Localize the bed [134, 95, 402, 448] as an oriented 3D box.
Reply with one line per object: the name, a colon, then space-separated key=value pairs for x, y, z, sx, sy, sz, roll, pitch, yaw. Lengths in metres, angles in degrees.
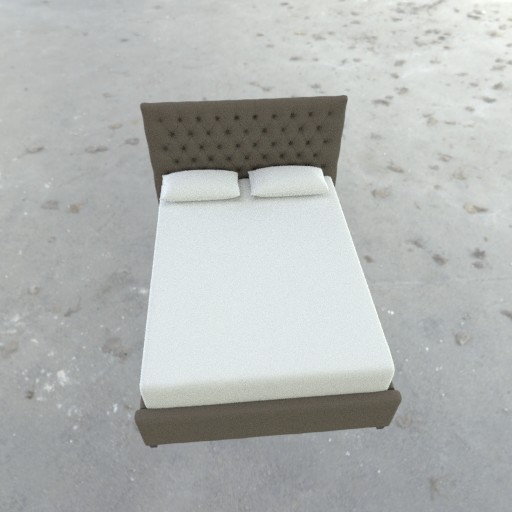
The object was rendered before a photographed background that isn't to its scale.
bed: x=0.000 y=0.000 z=3.335 sx=1.696 sy=1.426 sz=2.233 roll=-3 pitch=46 yaw=-3
